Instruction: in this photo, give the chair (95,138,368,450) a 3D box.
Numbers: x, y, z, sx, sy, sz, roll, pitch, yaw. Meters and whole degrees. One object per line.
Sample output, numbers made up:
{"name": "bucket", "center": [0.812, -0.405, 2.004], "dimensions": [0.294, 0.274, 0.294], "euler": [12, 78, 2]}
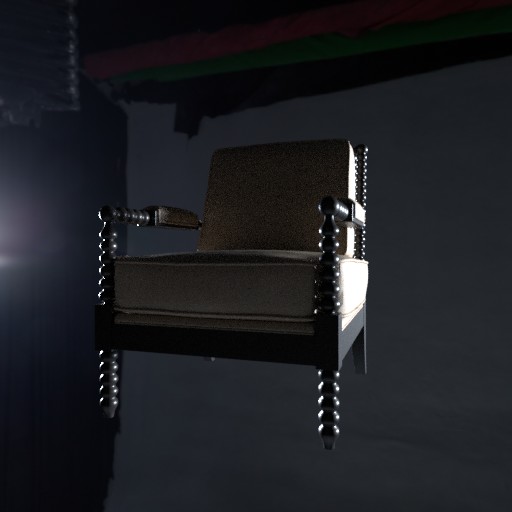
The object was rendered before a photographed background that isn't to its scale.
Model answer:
{"name": "chair", "center": [0.000, 0.000, 1.171], "dimensions": [0.555, 0.703, 0.657], "euler": [0, 0, 19]}
